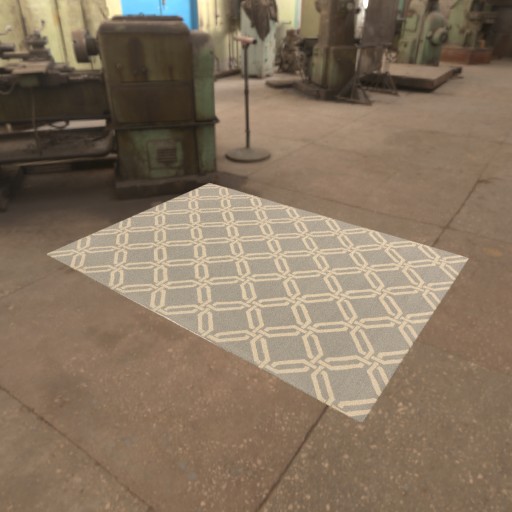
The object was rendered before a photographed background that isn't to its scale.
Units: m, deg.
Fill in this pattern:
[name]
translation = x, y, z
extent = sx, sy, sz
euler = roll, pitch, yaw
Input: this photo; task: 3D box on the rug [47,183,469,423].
[rug]
translation = 0.000, 0.000, 2.744
extent = 2.133, 0.013, 1.522
euler = 21, 36, 31
